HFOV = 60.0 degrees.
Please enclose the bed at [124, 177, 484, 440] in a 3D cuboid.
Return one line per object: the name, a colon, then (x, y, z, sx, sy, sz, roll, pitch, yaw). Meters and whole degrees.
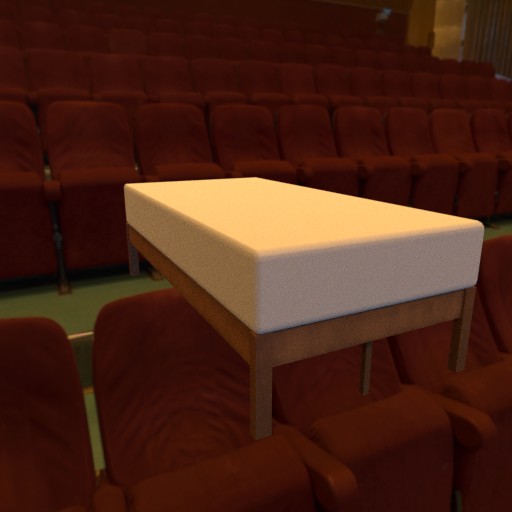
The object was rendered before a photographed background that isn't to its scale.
bed: (0.000, 0.000, 2.333, 0.961, 0.616, 1.902, -8, 17, -26)
